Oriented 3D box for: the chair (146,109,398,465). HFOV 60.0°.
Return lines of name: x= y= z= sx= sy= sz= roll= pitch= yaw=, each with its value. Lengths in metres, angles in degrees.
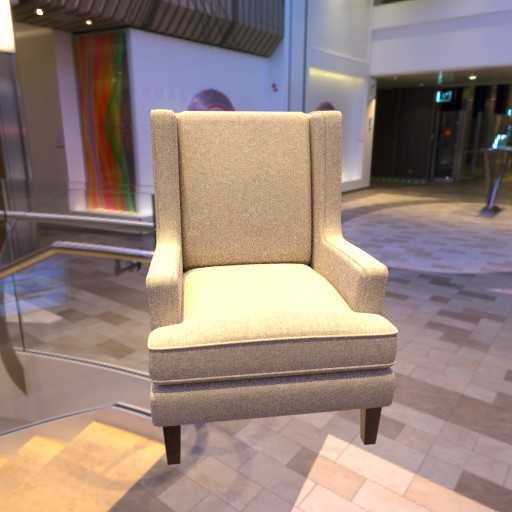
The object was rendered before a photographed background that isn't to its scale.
chair: x=0.000 y=0.000 z=1.687 sx=0.764 sy=1.082 sz=0.948 roll=-2 pitch=16 yaw=-8
